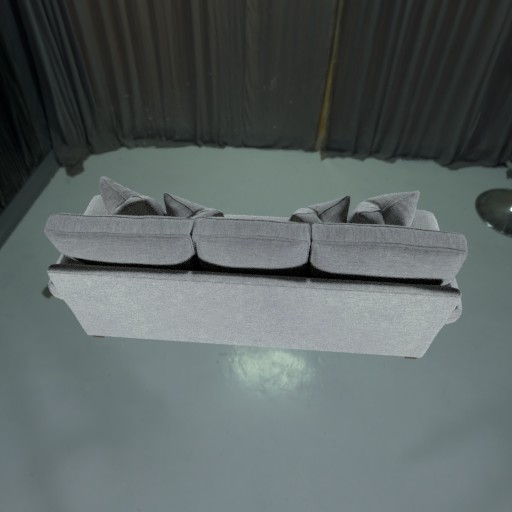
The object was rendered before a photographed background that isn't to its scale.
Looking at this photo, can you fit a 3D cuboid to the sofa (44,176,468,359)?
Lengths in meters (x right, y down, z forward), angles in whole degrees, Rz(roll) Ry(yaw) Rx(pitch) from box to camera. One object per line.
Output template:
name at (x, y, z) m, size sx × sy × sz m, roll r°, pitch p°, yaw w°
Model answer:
sofa at (0.000, 0.000, 2.795) m, size 2.312 × 0.975 × 0.965 m, roll 3°, pitch 46°, yaw 3°
